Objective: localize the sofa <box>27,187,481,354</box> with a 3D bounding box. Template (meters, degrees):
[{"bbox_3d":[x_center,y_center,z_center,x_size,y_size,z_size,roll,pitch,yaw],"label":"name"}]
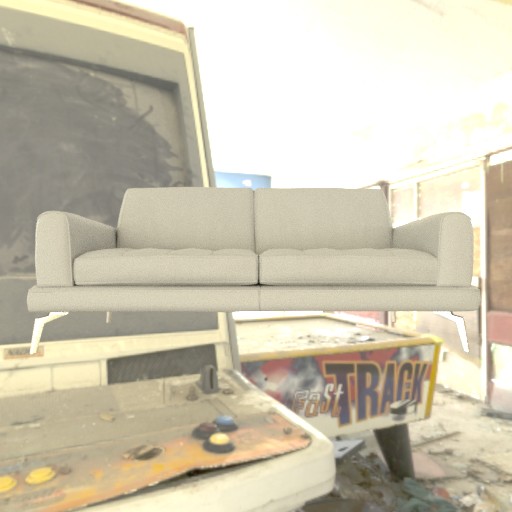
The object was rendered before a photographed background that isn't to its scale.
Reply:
[{"bbox_3d":[0.000,0.000,2.615,2.177,0.930,1.121,0,-1,-1],"label":"sofa"}]
